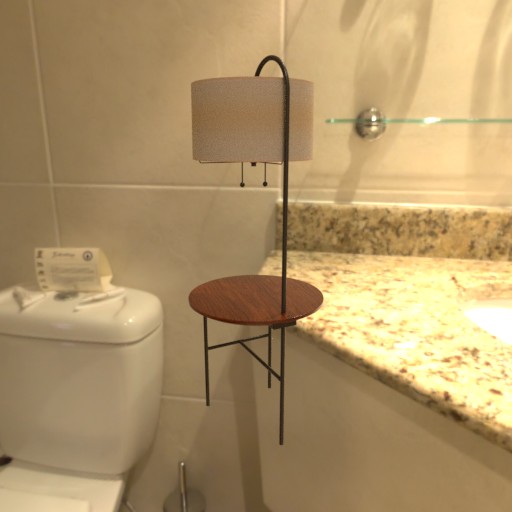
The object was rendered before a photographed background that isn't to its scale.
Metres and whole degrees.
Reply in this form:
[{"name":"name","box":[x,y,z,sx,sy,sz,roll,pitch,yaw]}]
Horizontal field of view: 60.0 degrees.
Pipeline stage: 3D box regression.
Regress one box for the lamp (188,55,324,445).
[{"name":"lamp","box":[0.000,0.000,1.852,0.573,1.517,0.573,0,15,0]}]
